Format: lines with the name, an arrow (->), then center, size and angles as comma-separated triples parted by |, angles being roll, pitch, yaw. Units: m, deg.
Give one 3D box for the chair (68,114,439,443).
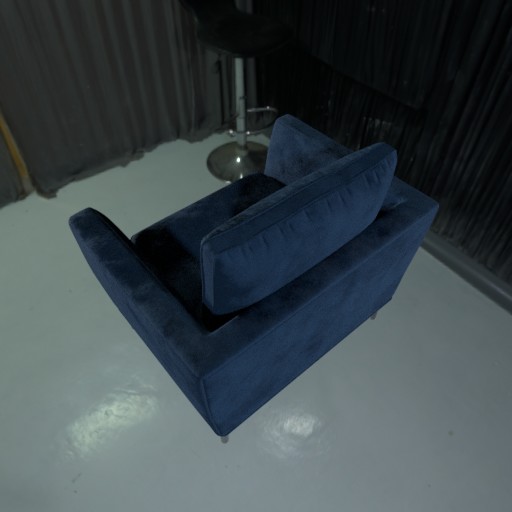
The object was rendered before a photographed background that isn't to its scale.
chair -> 0.000, 0.000, 1.595 | 0.977, 0.893, 0.746 | -32, 56, -26
